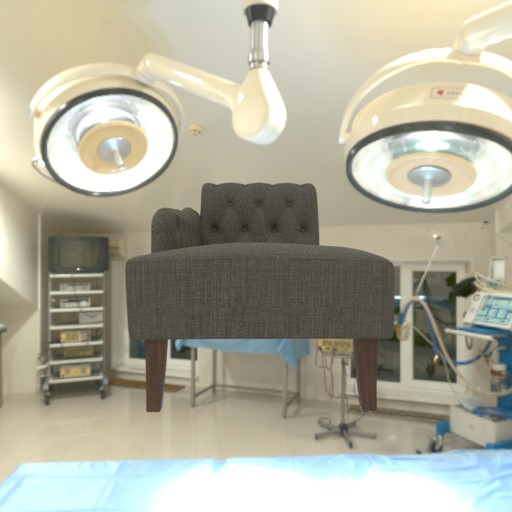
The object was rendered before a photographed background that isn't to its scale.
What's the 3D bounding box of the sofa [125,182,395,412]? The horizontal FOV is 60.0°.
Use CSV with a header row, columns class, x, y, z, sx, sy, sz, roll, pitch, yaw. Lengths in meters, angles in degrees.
class,x,y,z,sx,sy,sz,roll,pitch,yaw
sofa,0.000,0.000,1.768,0.675,0.787,1.379,0,0,-1
